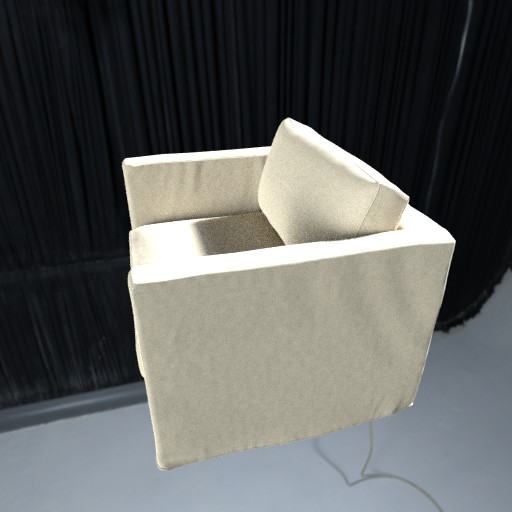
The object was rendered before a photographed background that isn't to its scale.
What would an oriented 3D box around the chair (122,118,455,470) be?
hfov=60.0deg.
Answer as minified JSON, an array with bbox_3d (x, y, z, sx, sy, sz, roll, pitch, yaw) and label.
[{"bbox_3d":[0.000,0.000,1.721,0.949,0.867,1.057,-8,31,-13],"label":"chair"}]
